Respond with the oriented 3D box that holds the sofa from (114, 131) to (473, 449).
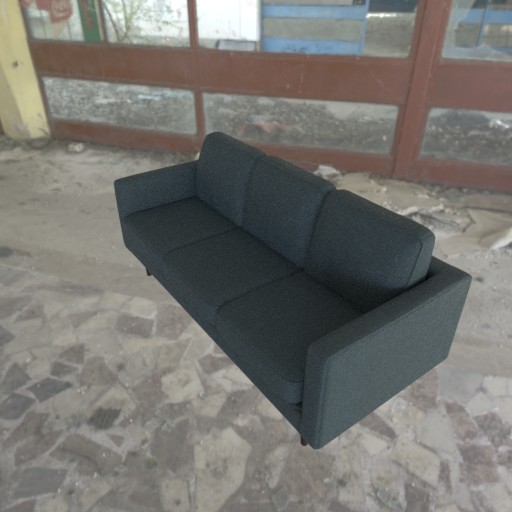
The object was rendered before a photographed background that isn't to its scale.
[{"bbox_3d":[0.000,0.000,2.551,0.935,0.945,2.013,-21,38,-30],"label":"sofa"}]
